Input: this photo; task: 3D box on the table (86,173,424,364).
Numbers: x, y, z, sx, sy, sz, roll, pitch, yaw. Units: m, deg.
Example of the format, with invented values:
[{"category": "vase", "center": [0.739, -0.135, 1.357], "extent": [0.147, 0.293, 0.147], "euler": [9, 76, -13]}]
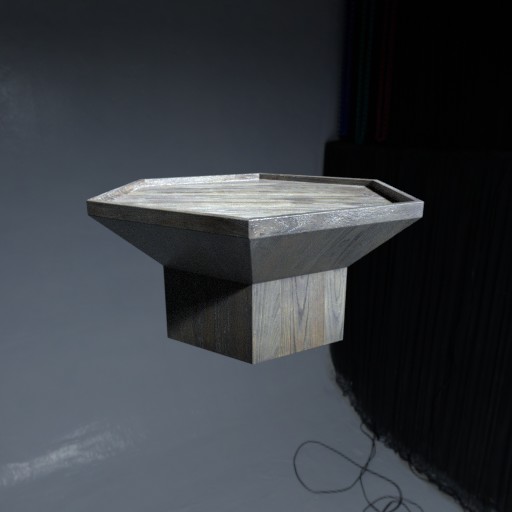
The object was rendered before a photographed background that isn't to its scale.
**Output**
[{"category": "table", "center": [0.000, 0.000, 1.602], "extent": [1.115, 0.488, 0.966], "euler": [-8, 18, -27]}]
